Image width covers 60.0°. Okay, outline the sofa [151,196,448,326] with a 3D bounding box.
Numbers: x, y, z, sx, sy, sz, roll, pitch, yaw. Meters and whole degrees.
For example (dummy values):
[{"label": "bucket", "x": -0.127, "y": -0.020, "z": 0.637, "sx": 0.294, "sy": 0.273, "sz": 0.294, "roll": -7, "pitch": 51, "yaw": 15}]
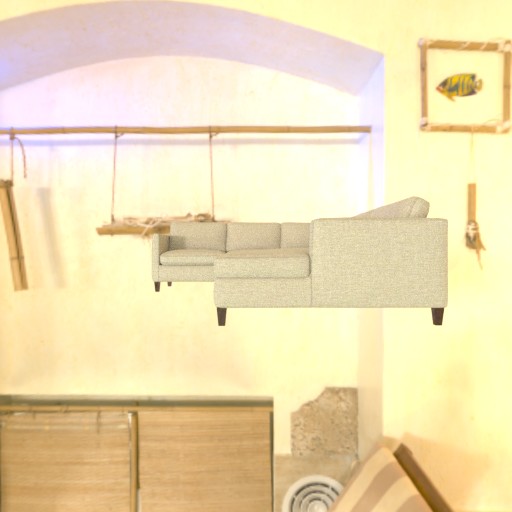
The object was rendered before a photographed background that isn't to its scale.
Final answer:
[{"label": "sofa", "x": 0.000, "y": 0.000, "z": 4.575, "sx": 2.551, "sy": 0.889, "sz": 3.403, "roll": 0, "pitch": 1, "yaw": -1}]
